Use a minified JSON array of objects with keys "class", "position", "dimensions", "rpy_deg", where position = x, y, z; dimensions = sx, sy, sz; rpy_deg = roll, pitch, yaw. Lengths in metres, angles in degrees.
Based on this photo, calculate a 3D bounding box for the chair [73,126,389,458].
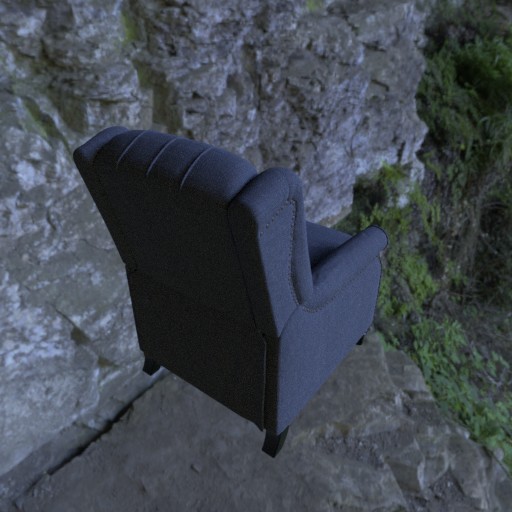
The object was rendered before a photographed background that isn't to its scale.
[{"class":"chair","position":[0.000,0.000,1.627],"dimensions":[0.742,1.035,0.898],"rpy_deg":[21,37,31]}]
